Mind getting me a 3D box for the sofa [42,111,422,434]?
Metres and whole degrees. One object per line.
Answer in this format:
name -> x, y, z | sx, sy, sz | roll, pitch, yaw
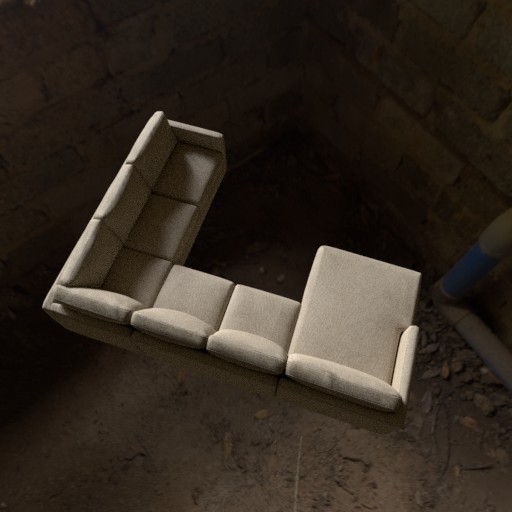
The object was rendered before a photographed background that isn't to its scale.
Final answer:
sofa -> 0.000, 0.000, 4.691 | 3.460, 0.959, 2.593 | 16, 64, 8
